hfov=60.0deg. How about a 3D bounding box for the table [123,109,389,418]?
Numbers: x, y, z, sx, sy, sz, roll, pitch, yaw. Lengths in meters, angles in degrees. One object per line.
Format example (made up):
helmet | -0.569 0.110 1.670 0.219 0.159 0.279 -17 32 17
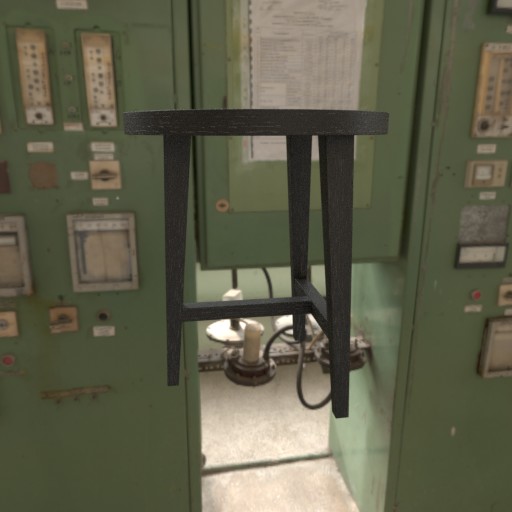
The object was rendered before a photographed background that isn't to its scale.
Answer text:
table | 0.000 0.000 0.754 0.399 0.460 0.399 0 16 0
